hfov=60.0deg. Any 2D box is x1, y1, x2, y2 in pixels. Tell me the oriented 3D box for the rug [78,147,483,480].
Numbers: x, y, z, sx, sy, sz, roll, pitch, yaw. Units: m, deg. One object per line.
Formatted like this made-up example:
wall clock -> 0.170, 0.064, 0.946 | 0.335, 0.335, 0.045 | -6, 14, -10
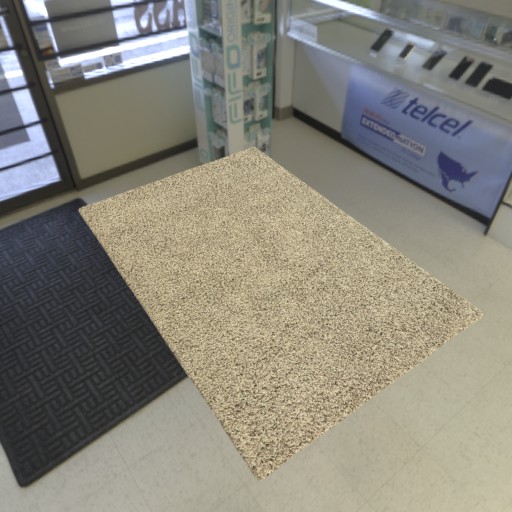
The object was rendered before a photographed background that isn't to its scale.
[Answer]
rug -> 0.000, 0.000, 2.231 | 1.219, 0.030, 1.778 | -26, 49, -25
